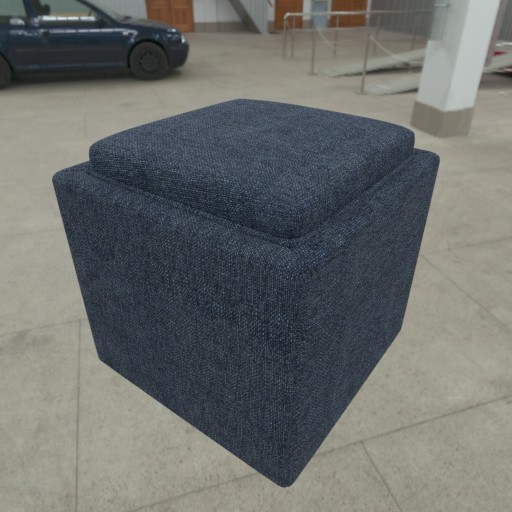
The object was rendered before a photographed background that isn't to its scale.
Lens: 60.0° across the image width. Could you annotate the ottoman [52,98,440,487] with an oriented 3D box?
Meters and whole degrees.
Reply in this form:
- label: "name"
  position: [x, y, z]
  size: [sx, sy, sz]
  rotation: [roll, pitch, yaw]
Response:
- label: "ottoman"
  position: [0.000, 0.000, 0.792]
  size: [0.450, 0.460, 0.450]
  rotation: [22, 38, 30]
